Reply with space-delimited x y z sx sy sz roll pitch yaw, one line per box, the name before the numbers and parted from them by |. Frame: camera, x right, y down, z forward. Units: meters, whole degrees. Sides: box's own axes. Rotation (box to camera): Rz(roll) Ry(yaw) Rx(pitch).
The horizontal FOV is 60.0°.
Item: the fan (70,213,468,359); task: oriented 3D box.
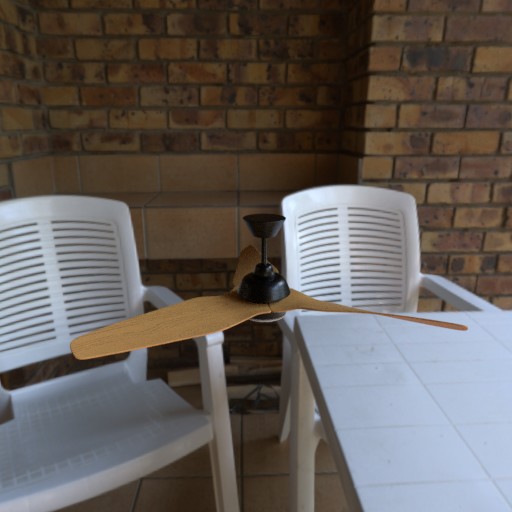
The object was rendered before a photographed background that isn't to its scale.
fan | 0.000 0.000 1.674 1.142 0.355 1.010 -2 16 -8
